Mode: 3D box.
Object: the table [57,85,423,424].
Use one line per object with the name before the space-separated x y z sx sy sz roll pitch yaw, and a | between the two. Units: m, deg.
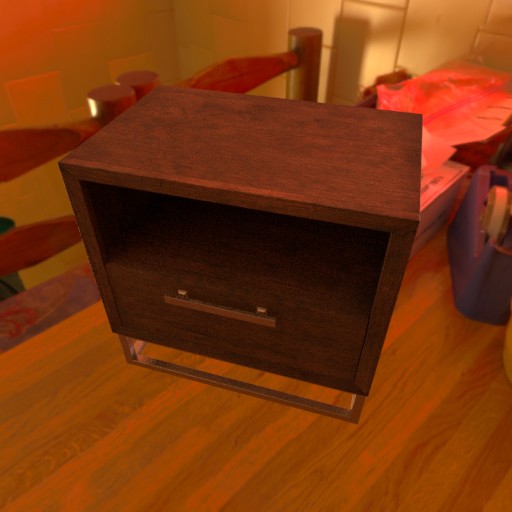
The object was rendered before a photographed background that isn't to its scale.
table | 0.000 0.000 1.305 0.767 0.746 0.542 11 42 13
